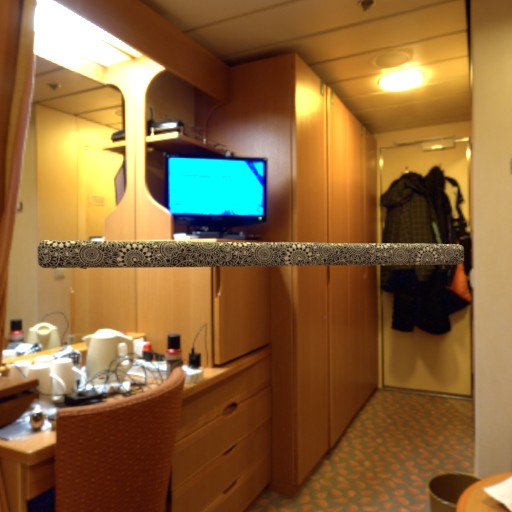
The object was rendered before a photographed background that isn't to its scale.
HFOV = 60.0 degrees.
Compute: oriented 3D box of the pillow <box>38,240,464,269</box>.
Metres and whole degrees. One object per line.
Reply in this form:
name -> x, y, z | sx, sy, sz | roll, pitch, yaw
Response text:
pillow -> 0.000, 0.000, 1.342 | 1.187, 0.081, 0.492 | 0, 0, -20
